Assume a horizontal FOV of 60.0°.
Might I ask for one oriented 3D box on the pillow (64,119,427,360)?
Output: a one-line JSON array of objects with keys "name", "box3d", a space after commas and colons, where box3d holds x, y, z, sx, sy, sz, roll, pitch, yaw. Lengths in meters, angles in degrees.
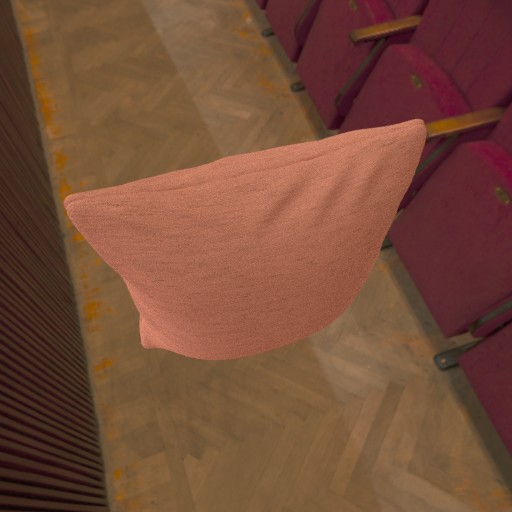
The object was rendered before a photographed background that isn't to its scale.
[{"name": "pillow", "box3d": [0.000, 0.000, 0.670, 0.432, 0.415, 0.246, -14, 59, -9]}]
